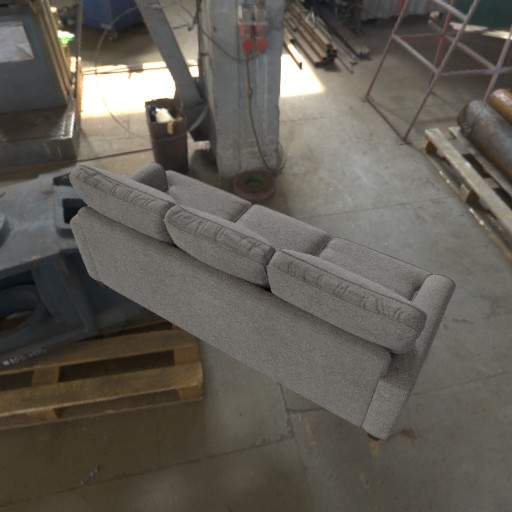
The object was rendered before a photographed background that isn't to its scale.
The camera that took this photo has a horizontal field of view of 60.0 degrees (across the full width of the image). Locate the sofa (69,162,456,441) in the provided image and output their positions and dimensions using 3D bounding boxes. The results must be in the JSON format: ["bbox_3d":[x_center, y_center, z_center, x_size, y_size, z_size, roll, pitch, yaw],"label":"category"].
[{"bbox_3d":[0.000,0.000,2.647,2.158,0.965,0.951,24,50,22],"label":"sofa"}]
